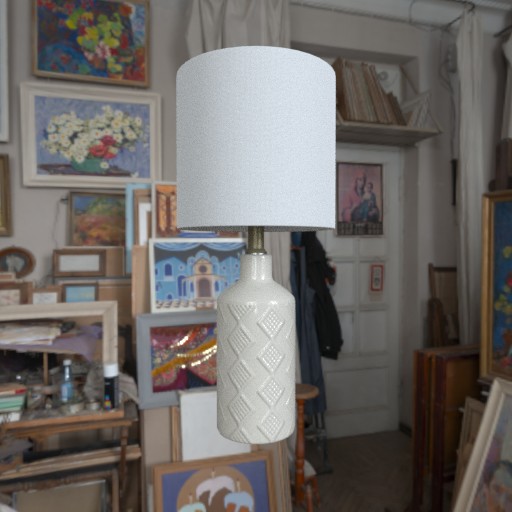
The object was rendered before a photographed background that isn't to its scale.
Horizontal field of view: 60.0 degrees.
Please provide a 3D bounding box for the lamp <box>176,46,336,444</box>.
[{"bbox_3d":[0.000,0.000,0.589,0.207,0.461,0.207,1,2,36],"label":"lamp"}]
